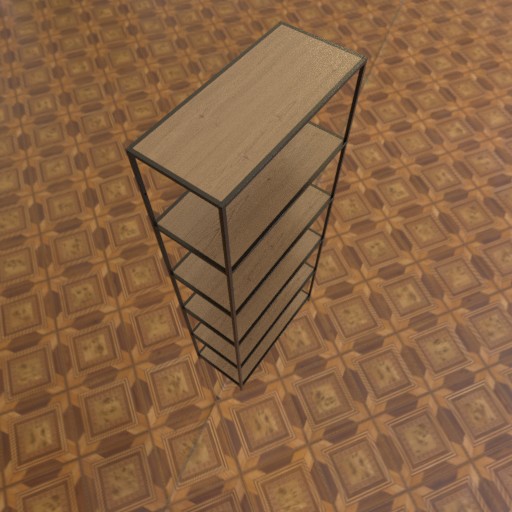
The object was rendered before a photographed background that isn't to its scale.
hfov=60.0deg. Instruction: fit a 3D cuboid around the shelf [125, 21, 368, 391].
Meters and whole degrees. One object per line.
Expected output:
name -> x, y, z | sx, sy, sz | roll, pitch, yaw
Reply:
shelf -> 0.000, 0.000, 2.146 | 0.350, 1.850, 0.770 | 32, 64, 18
